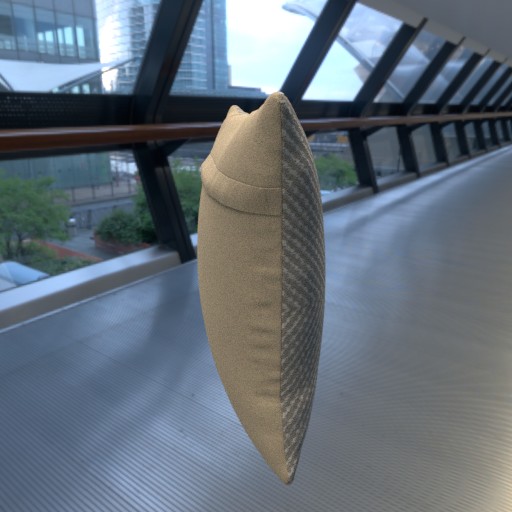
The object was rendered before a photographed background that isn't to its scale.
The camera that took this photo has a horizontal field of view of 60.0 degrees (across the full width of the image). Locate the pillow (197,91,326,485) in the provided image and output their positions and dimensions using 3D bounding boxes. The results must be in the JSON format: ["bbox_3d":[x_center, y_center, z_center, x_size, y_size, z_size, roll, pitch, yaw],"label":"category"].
[{"bbox_3d":[0.000,0.000,0.690,0.181,0.458,0.459,-2,17,-8],"label":"pillow"}]
